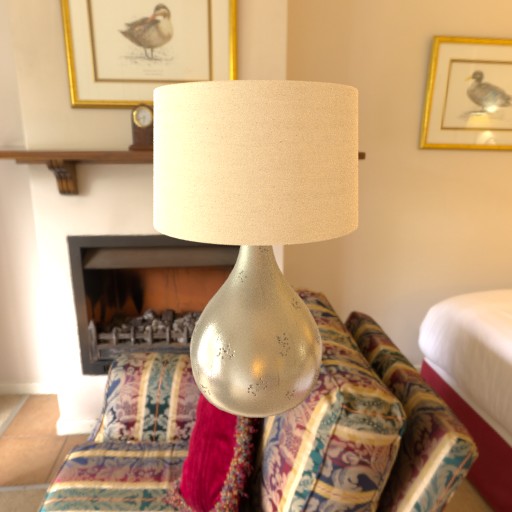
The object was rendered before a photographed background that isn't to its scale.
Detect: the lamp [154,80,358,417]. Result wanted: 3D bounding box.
[{"bbox_3d":[0.000,0.000,0.748,0.330,0.521,0.330,0,15,0],"label":"lamp"}]
